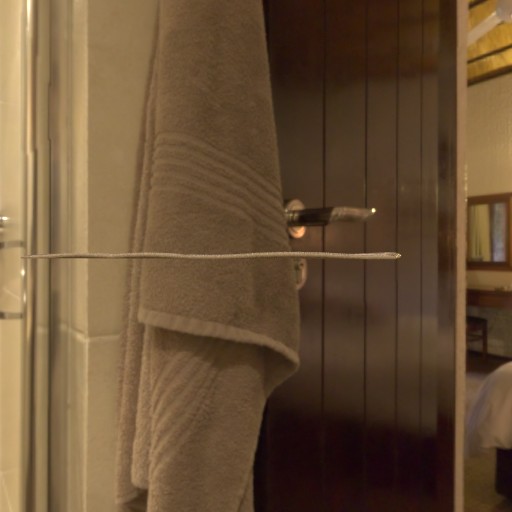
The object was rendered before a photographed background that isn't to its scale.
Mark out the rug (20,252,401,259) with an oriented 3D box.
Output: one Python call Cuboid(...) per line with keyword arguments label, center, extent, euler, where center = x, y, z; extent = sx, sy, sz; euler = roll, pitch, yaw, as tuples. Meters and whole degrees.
Cuboid(label="rug", center=(0.000, 0.000, 0.886), extent=(0.551, 0.008, 0.642), euler=(0, 0, 18))
